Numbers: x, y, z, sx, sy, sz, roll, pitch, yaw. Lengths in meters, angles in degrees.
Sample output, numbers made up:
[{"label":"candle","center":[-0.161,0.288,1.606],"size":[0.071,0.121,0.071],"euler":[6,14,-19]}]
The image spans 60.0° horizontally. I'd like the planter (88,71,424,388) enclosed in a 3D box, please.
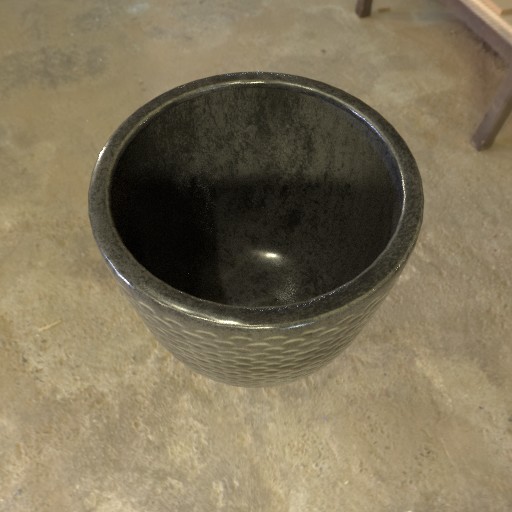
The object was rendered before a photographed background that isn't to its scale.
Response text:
[{"label":"planter","center":[0.000,0.000,0.238],"size":[0.140,0.129,0.140],"euler":[0,58,0]}]
